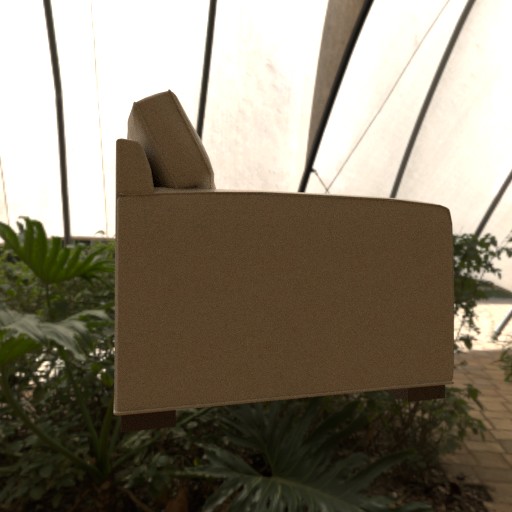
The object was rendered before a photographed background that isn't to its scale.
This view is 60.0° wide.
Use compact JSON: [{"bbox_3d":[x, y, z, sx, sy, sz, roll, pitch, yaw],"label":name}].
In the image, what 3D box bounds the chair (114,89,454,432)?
[{"bbox_3d":[0.000,0.000,1.730,1.043,0.913,0.998,0,-1,-17],"label":"chair"}]
